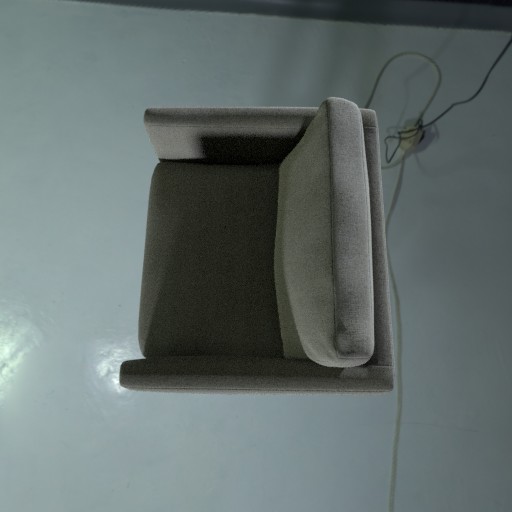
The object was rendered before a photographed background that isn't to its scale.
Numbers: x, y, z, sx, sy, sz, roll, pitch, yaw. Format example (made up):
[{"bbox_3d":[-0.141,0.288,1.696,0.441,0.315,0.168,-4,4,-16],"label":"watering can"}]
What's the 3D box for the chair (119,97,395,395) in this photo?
[{"bbox_3d":[0.000,0.000,1.867,0.959,0.963,1.107,1,74,0],"label":"chair"}]
